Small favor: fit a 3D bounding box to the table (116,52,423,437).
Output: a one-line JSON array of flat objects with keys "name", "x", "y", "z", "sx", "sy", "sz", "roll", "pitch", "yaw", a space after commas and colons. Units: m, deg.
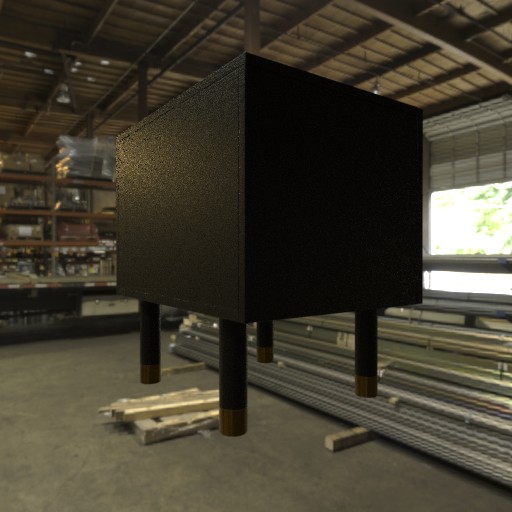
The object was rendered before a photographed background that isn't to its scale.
[{"name": "table", "x": 0.000, "y": 0.000, "z": 0.988, "sx": 0.441, "sy": 0.584, "sz": 0.564, "roll": 0, "pitch": 0, "yaw": -36}]
